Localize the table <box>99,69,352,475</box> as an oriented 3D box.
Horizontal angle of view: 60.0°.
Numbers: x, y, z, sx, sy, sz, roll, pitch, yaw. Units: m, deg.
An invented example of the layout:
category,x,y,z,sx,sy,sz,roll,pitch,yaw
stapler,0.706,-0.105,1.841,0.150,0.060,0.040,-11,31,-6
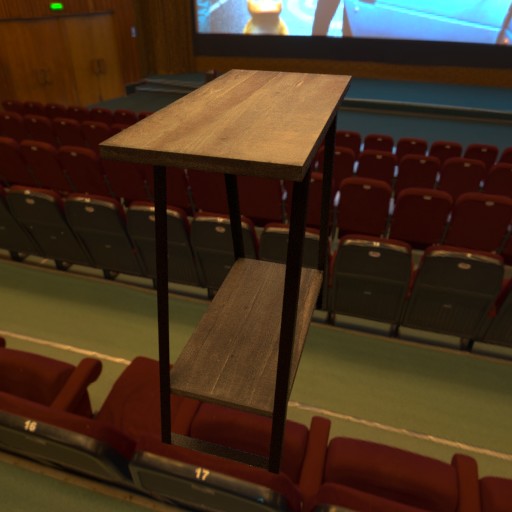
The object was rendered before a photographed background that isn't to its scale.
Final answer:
category,x,y,z,sx,sy,sz,roll,pitch,yaw
table,0.000,0.000,1.035,0.300,0.701,0.599,9,34,14
